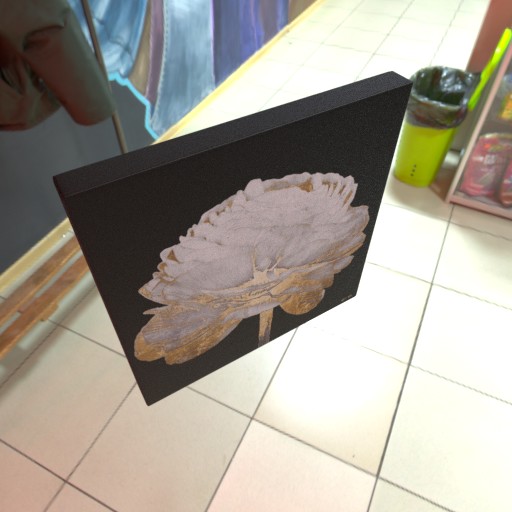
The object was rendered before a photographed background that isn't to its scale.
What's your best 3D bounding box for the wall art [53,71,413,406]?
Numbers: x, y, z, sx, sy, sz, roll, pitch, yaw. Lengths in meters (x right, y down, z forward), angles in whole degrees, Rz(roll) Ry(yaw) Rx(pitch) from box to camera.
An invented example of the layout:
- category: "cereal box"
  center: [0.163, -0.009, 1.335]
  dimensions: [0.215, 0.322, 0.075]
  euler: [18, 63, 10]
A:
- category: "wall art"
  center: [0.000, 0.000, 0.603]
  dimensions: [0.406, 0.407, 0.041]
  euler: [-24, 51, -21]
